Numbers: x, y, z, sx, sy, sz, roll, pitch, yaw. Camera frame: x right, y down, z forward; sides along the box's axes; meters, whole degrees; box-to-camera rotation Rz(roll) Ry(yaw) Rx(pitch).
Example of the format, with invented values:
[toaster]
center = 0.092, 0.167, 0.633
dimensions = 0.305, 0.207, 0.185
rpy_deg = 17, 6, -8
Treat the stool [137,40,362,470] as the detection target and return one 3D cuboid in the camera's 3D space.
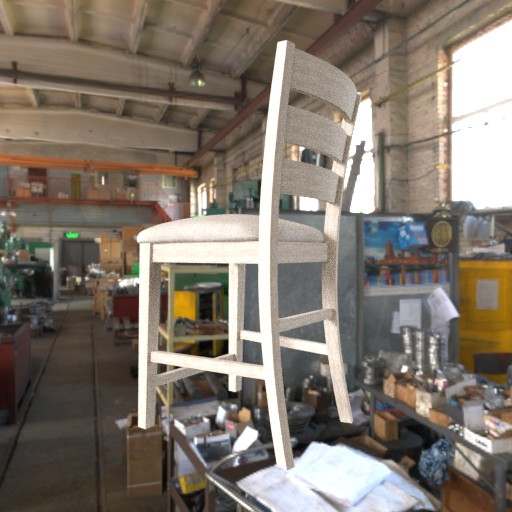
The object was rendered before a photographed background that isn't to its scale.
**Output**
[stool]
center = 0.000, 0.000, 1.360
dimensions = 0.569, 1.032, 0.484
rpy_deg = 0, 1, 36
